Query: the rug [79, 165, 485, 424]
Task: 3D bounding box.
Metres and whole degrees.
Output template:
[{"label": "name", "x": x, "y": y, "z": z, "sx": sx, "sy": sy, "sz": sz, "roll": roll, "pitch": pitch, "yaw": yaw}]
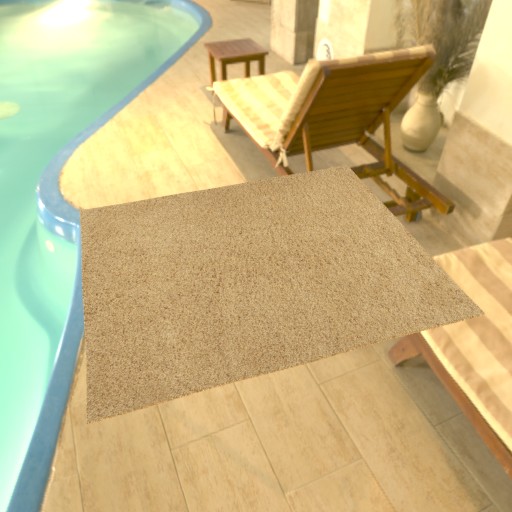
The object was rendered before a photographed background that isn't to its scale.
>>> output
[{"label": "rug", "x": 0.000, "y": 0.000, "z": 3.989, "sx": 3.000, "sy": 0.025, "sz": 2.400, "roll": -12, "pitch": 43, "yaw": -13}]
